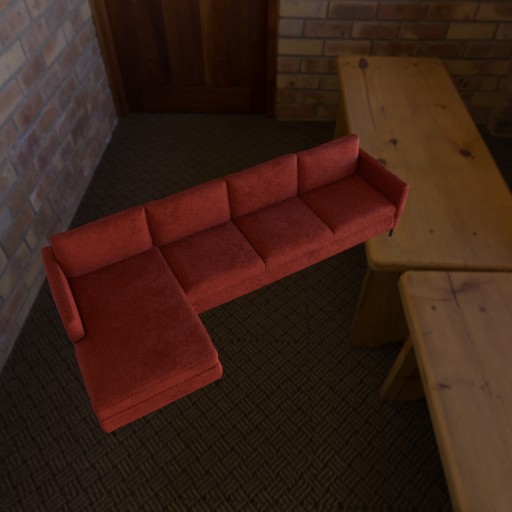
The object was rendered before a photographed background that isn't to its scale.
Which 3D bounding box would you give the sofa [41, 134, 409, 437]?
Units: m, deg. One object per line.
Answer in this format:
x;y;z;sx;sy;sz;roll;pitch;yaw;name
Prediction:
0.000;0.000;2.923;2.467;0.663;1.136;-23;51;-20;sofa
